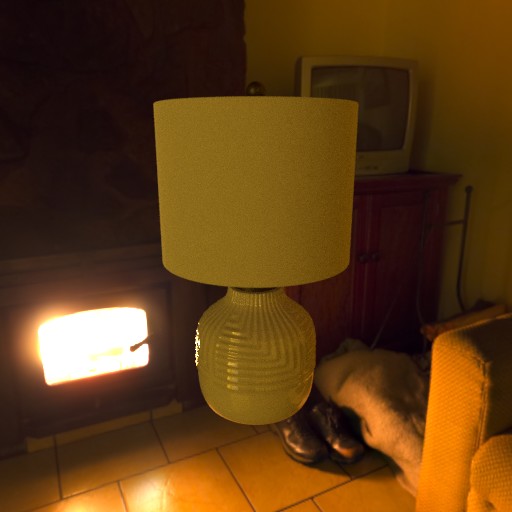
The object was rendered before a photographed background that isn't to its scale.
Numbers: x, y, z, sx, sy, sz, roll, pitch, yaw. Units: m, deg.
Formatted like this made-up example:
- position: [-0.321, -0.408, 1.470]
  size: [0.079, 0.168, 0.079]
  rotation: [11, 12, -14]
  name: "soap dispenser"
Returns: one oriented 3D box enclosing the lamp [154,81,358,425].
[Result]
- position: [0.000, 0.000, 0.770]
  size: [0.318, 0.567, 0.318]
  rotation: [0, 16, 0]
  name: "lamp"
